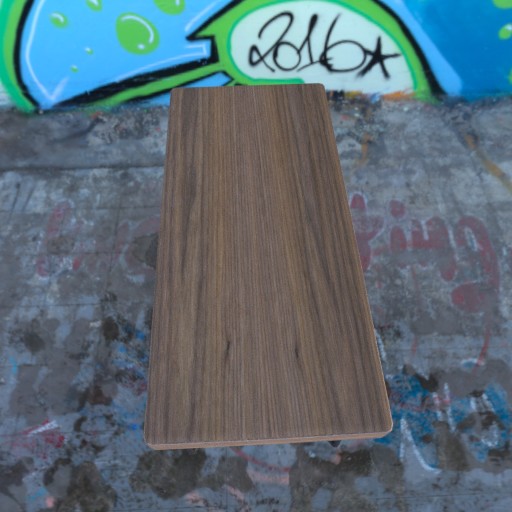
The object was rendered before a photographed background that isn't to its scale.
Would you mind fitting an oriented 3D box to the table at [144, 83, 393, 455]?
[{"bbox_3d":[0.000,0.000,1.670,0.637,0.468,1.375,-2,58,-2],"label":"table"}]
